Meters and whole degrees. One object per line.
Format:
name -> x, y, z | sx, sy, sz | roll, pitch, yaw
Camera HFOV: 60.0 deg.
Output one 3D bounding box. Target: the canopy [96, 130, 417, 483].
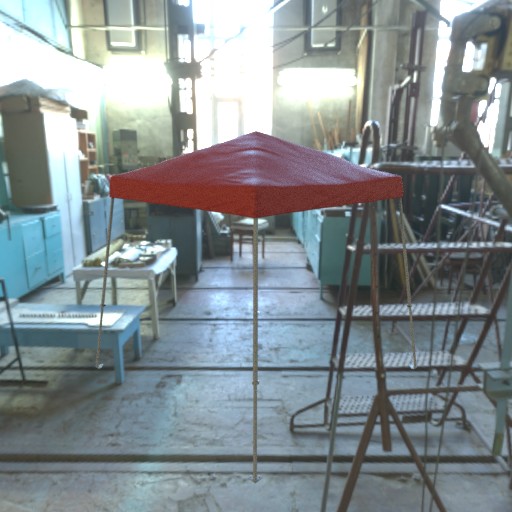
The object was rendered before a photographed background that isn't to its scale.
canopy -> 0.000, 0.000, 6.605 | 3.599, 3.600, 3.600 | -13, 18, -43
